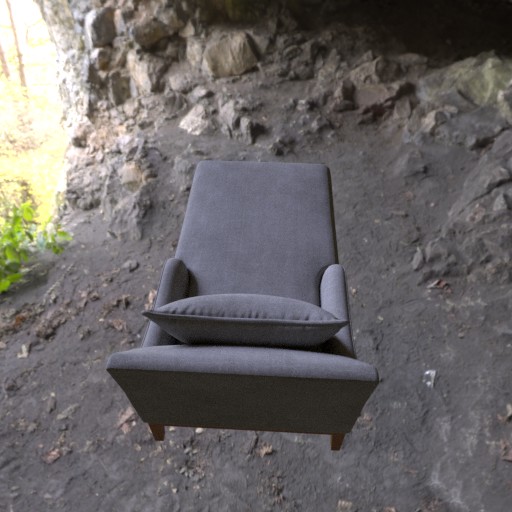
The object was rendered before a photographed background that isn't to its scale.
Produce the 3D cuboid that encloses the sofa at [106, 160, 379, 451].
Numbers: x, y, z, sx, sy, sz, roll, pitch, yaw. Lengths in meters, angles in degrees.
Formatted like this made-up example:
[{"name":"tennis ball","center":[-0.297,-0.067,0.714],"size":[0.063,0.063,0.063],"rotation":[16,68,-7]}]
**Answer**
[{"name":"sofa","center":[0.000,0.000,2.293],"size":[0.894,0.859,1.779],"rotation":[2,46,2]}]
